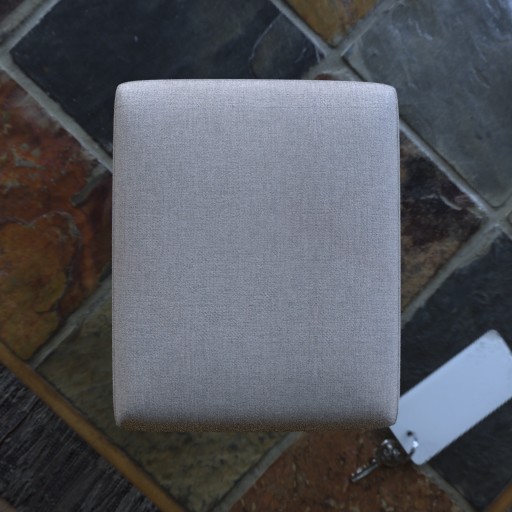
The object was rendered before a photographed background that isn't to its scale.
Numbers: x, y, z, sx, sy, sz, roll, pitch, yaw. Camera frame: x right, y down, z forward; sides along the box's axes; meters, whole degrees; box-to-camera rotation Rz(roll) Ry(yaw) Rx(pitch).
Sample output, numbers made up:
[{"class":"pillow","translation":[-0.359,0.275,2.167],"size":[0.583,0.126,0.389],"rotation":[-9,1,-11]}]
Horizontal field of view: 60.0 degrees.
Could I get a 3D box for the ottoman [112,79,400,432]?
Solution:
[{"class":"ottoman","translation":[0.000,0.000,1.200],"size":[0.671,0.490,0.820],"rotation":[0,90,-1]}]
